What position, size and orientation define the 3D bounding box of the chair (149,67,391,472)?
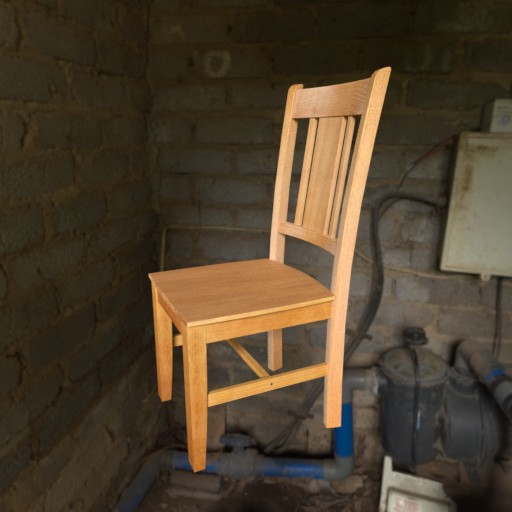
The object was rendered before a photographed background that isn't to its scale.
[{"bbox_3d":[0.000,0.000,1.292,0.556,0.998,0.450,-7,17,-24],"label":"chair"}]
